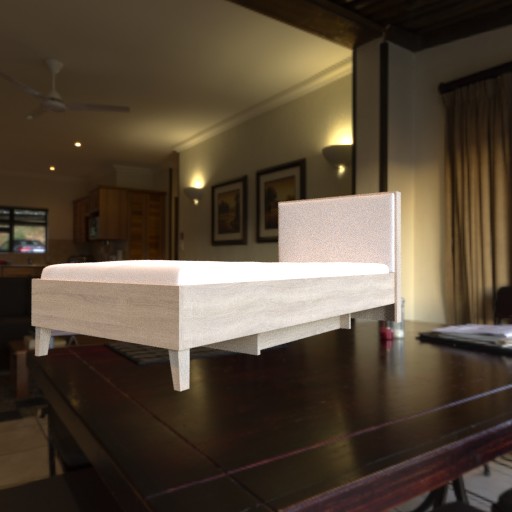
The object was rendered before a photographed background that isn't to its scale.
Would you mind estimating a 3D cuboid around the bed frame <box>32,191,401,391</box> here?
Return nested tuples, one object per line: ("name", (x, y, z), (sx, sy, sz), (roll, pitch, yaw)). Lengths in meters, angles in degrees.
("bed frame", (0.000, 0.000, 2.593), (0.990, 0.920, 2.140), (-1, -1, 36))
